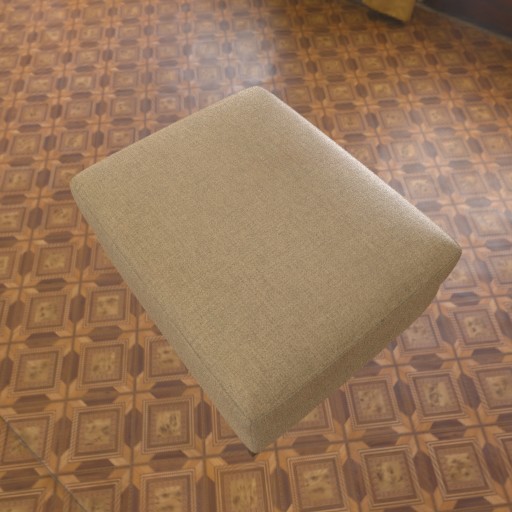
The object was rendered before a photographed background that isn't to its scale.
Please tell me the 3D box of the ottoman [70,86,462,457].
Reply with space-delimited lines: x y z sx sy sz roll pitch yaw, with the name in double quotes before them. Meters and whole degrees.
"ottoman" 0.000 0.000 1.262 0.671 0.490 0.820 -34 63 -19
